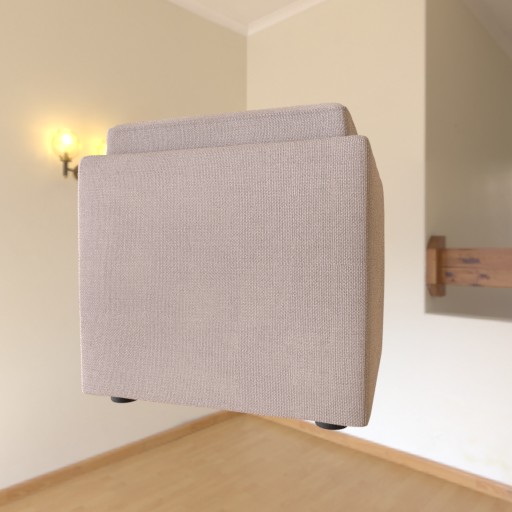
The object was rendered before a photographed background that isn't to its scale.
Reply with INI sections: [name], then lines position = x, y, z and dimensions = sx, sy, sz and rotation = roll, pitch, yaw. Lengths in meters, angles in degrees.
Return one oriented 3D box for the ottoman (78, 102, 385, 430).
[ottoman]
position = 0.000, 0.000, 0.825
dimensions = 0.450, 0.460, 0.451
rotation = 0, 1, 18
